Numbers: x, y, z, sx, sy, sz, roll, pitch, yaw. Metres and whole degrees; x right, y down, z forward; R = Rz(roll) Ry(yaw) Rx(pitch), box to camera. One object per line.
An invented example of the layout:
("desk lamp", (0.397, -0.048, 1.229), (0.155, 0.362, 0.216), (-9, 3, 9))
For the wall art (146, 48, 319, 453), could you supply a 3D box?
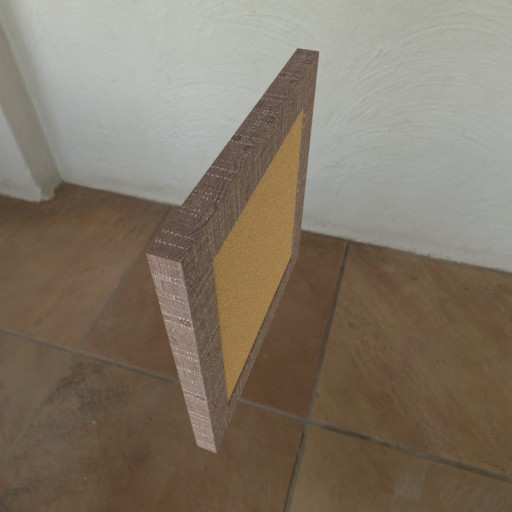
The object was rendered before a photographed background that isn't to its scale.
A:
("wall art", (0.000, 0.000, 0.806), (0.040, 0.531, 0.531), (15, 49, 14))
